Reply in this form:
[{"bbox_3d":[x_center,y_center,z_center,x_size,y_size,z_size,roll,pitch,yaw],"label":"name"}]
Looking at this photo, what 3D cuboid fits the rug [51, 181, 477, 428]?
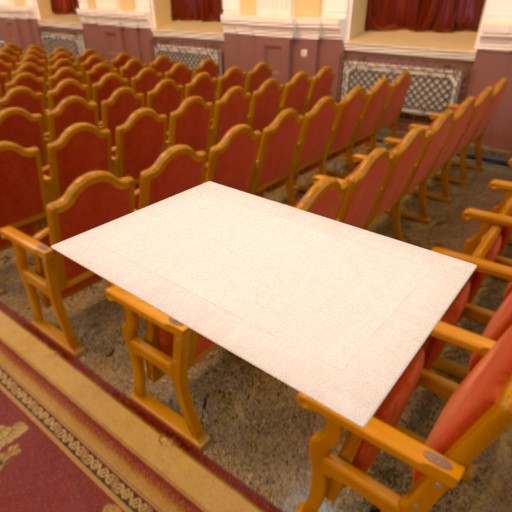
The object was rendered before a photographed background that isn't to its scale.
[{"bbox_3d":[0.000,0.000,2.273,1.829,0.013,1.219,22,37,33],"label":"rug"}]
